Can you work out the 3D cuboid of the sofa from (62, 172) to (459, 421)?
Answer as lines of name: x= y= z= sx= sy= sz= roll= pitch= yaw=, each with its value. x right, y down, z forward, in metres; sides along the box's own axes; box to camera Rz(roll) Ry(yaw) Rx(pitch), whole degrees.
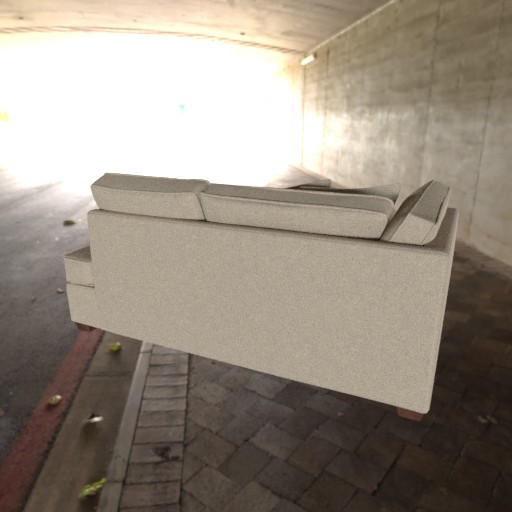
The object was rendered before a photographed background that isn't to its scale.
sofa: x=0.000 y=0.000 z=2.784 sx=2.237 sy=1.033 sz=1.110 roll=8 pitch=19 yaw=25
